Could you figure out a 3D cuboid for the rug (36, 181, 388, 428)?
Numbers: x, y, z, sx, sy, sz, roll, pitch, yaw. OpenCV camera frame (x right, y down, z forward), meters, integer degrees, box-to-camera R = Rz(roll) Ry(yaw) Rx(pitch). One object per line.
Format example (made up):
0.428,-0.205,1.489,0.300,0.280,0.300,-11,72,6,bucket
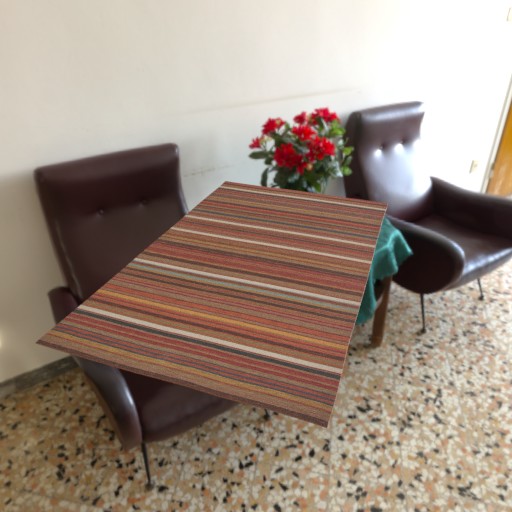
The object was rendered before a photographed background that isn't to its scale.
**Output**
0.000,0.000,3.037,1.523,0.008,2.438,11,32,17,rug
